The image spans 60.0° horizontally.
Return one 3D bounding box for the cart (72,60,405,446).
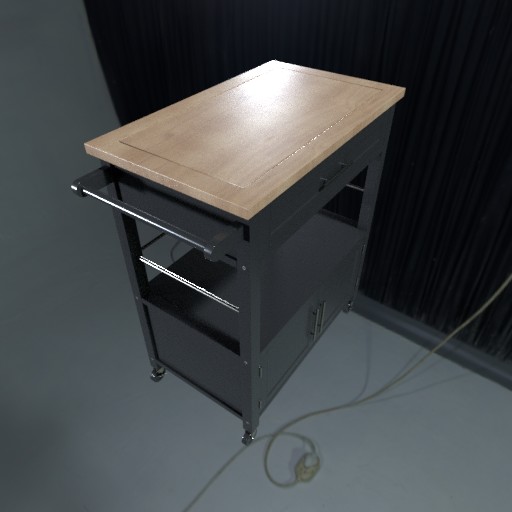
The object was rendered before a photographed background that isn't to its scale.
[{"bbox_3d":[0.000,0.000,1.395,0.459,0.901,0.840,24,46,26],"label":"cart"}]
